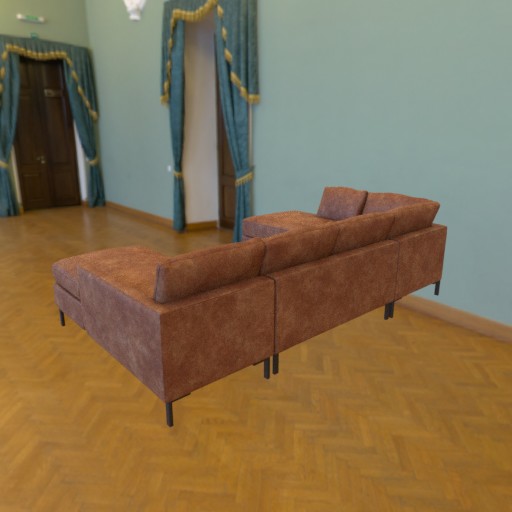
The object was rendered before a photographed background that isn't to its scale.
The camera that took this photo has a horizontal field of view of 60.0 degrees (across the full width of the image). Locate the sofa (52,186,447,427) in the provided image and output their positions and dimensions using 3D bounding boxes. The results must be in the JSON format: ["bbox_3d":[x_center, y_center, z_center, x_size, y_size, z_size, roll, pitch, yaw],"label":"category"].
[{"bbox_3d":[0.000,0.000,3.783,2.956,0.900,1.939,-14,21,-39],"label":"sofa"}]
